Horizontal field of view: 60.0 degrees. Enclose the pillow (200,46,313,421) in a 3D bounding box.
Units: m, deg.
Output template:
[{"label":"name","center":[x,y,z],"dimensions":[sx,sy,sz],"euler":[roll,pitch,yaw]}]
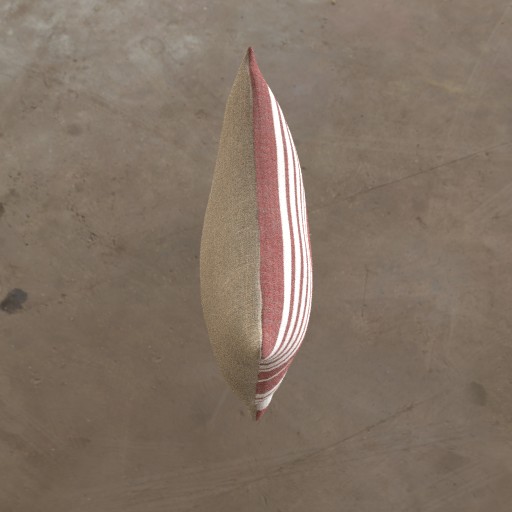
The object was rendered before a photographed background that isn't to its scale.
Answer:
[{"label":"pillow","center":[0.000,0.000,0.690],"dimensions":[0.182,0.427,0.439],"euler":[-1,63,-1]}]
